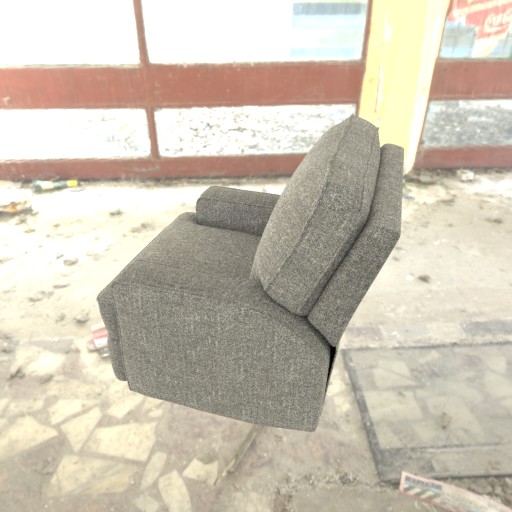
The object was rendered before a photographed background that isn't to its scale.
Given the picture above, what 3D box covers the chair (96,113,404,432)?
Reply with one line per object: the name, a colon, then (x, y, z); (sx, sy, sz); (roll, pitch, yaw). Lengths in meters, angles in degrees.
chair: (0.000, 0.000, 1.693); (0.964, 0.962, 0.861); (9, 32, 14)
